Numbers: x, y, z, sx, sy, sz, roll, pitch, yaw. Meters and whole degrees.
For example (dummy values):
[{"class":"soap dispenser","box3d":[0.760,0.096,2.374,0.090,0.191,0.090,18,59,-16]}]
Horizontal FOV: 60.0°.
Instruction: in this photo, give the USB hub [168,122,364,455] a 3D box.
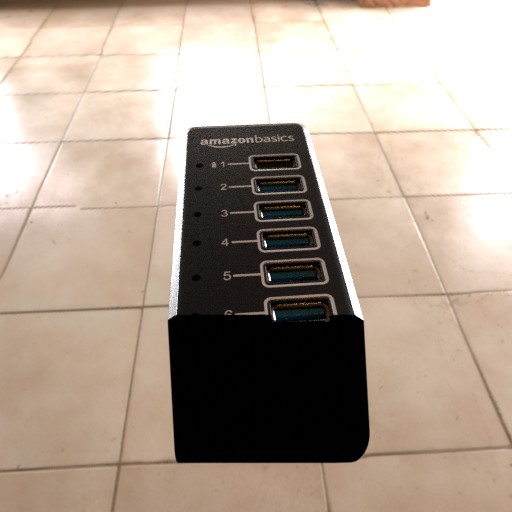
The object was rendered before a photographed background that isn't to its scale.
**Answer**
[{"class":"USB hub","box3d":[0.000,0.000,0.128,0.044,0.023,0.110,-3,47,-3]}]
